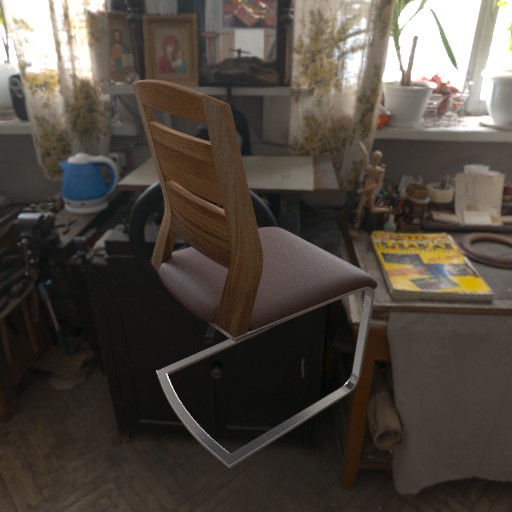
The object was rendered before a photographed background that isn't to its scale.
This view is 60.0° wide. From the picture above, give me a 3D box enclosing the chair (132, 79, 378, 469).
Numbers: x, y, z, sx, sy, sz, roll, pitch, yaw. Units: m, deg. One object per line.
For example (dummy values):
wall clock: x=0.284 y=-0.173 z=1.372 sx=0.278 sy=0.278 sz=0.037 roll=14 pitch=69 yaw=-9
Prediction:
chair: x=0.000 y=0.000 z=1.273 sx=0.570 sy=0.970 sz=0.460 roll=-19 pitch=33 yaw=-32
